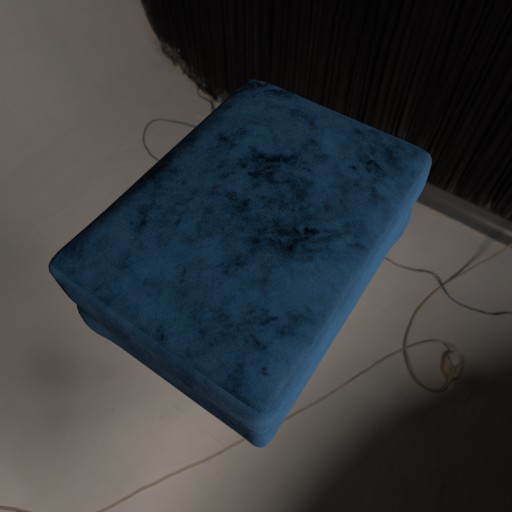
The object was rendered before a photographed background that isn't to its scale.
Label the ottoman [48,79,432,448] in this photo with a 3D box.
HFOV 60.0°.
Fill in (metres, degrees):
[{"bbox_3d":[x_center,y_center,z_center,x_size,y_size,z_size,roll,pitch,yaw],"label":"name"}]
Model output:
[{"bbox_3d":[0.000,0.000,1.162,0.572,0.503,0.773,30,62,18],"label":"ottoman"}]
